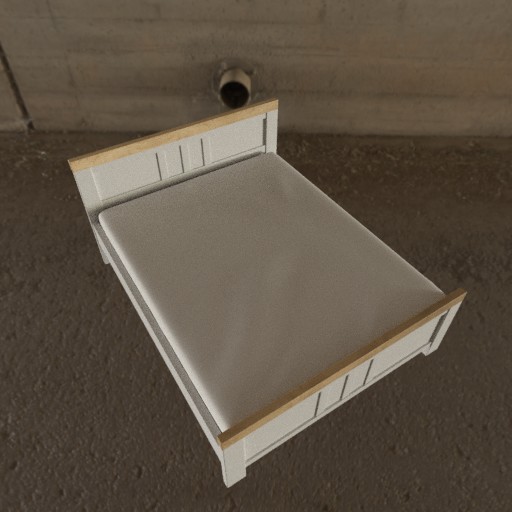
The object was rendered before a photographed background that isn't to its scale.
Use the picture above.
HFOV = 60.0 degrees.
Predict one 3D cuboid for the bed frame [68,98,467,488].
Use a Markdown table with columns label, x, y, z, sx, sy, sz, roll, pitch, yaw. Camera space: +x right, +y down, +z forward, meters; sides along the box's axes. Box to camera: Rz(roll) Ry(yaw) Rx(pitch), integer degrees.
| label | x | y | z | sx | sy | sz | roll | pitch | yaw |
| --- | --- | --- | --- | --- | --- | --- | --- | --- | --- |
| bed frame | 0.000 | 0.000 | 3.008 | 1.670 | 0.980 | 2.050 | -24 | 50 | -22 |
